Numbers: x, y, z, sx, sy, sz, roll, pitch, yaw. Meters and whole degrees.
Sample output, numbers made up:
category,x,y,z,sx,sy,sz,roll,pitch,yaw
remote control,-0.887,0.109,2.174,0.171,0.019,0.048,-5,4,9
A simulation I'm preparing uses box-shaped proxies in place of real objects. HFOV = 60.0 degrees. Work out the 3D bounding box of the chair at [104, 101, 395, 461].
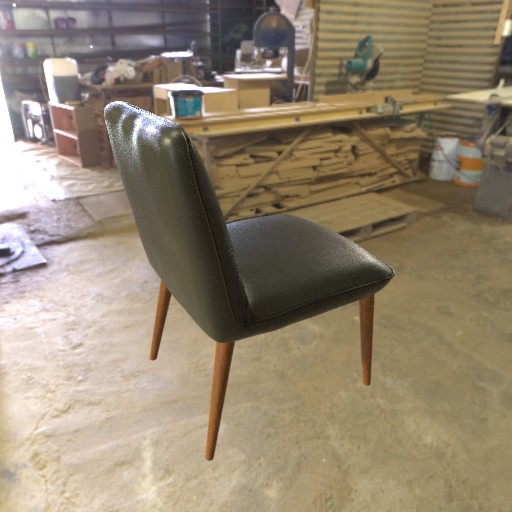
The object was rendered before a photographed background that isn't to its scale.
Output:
category,x,y,z,sx,sy,sz,roll,pitch,yaw
chair,0.000,0.000,1.214,0.645,0.801,0.543,-17,31,-31
